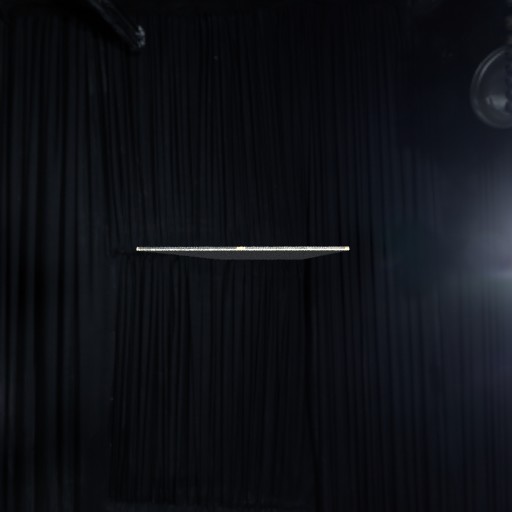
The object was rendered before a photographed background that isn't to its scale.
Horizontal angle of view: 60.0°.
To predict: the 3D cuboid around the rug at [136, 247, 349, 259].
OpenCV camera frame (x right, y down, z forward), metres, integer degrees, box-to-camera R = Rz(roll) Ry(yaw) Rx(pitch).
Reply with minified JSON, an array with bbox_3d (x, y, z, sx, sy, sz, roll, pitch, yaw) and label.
[{"bbox_3d":[0.000,0.000,2.564,0.687,0.011,2.287,0,-1,2],"label":"rug"}]
